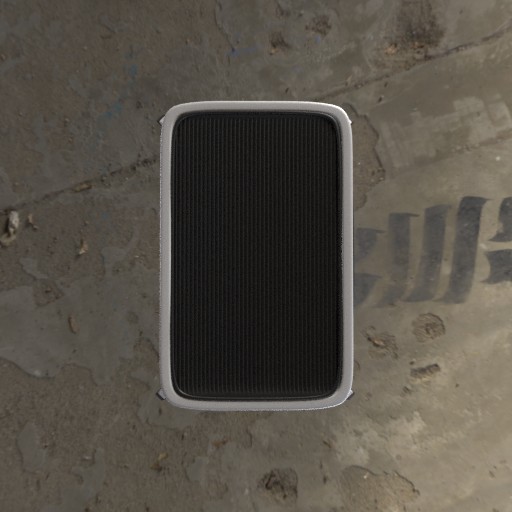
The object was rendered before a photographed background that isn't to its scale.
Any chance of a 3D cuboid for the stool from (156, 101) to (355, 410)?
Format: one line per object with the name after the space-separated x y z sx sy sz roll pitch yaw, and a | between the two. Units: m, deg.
0.000 0.000 0.631 0.320 0.170 0.460 0 89 0 | stool
